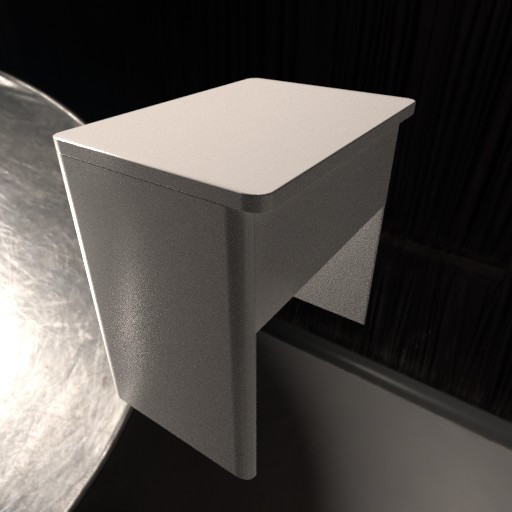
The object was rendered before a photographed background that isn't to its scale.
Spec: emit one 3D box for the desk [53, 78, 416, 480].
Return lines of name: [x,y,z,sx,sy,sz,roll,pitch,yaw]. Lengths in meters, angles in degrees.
desk: [0.000,0.000,1.279,0.549,0.800,0.762,20,38,28]
